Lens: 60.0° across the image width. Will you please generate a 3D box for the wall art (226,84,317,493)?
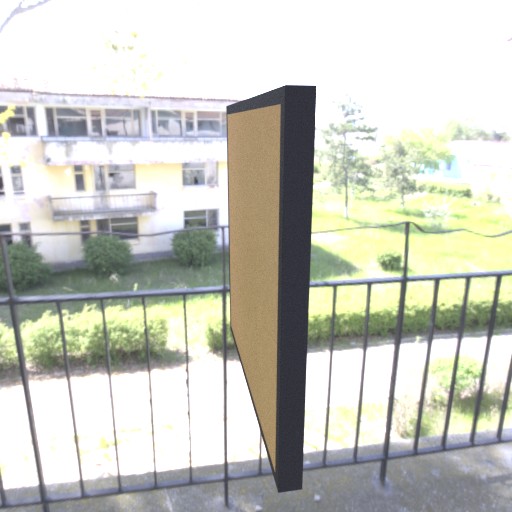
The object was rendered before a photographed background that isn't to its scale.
[{"bbox_3d":[0.000,0.000,0.759,0.033,0.507,0.508,-3,17,-10],"label":"wall art"}]
